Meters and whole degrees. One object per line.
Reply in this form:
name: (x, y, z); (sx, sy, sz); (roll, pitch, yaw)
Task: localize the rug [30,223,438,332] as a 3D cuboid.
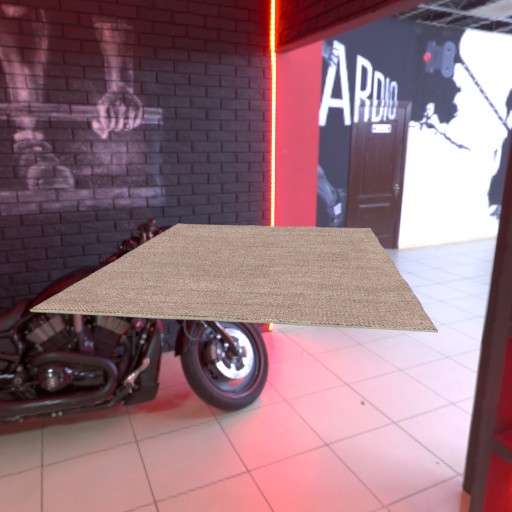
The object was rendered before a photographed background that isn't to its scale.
rug: (0.000, 0.000, 4.045); (2.429, 0.030, 3.052); (2, 14, 7)
